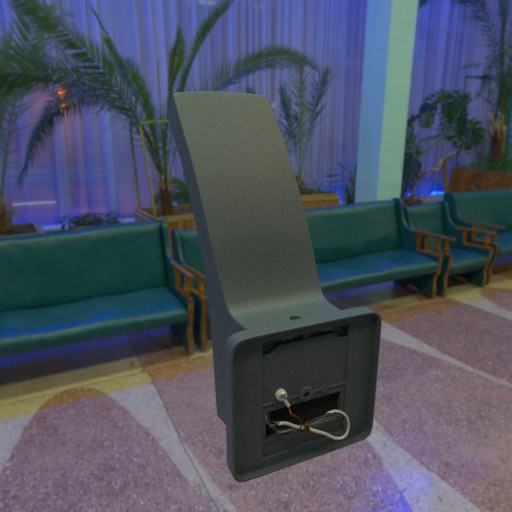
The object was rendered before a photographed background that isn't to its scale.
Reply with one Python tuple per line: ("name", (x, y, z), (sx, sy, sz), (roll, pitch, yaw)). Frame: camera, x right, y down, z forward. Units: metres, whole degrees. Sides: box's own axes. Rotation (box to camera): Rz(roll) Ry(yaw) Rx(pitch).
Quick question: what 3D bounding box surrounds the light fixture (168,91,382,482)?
("light fixture", (0.000, 0.000, 0.336), (0.108, 0.243, 0.174), (-7, 18, -24))
